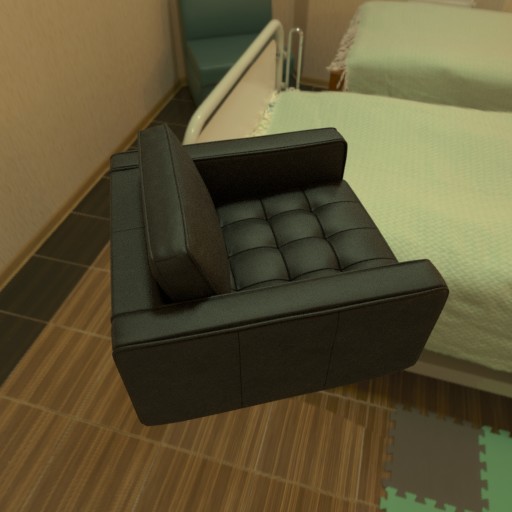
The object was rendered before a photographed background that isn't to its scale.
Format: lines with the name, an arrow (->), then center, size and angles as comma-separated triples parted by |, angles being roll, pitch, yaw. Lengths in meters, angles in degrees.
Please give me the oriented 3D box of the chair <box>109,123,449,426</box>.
chair -> 0.000, 0.000, 1.547 | 0.914, 0.763, 0.889 | -10, 46, -9
